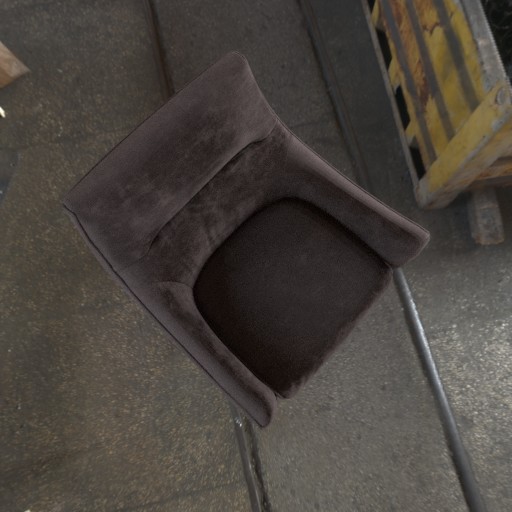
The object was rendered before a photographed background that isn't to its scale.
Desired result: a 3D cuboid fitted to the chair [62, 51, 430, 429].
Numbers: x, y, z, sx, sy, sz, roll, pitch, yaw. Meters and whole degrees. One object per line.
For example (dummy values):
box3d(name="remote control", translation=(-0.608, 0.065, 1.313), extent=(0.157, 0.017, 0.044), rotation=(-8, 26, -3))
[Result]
box3d(name="chair", translation=(0.000, 0.000, 1.460), extent=(0.787, 0.838, 0.762), rotation=(42, 78, 11))
